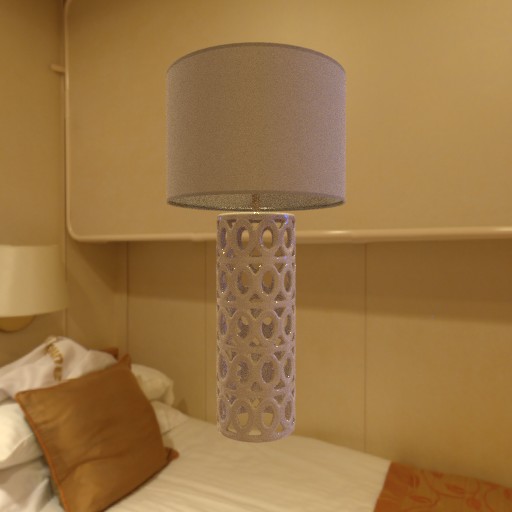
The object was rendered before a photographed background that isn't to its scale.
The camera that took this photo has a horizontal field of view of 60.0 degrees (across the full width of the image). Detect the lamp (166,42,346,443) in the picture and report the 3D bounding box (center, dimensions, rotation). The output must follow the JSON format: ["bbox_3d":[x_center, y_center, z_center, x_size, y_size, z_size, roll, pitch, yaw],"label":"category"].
[{"bbox_3d":[0.000,0.000,0.821,0.324,0.636,0.325,0,1,-17],"label":"lamp"}]
